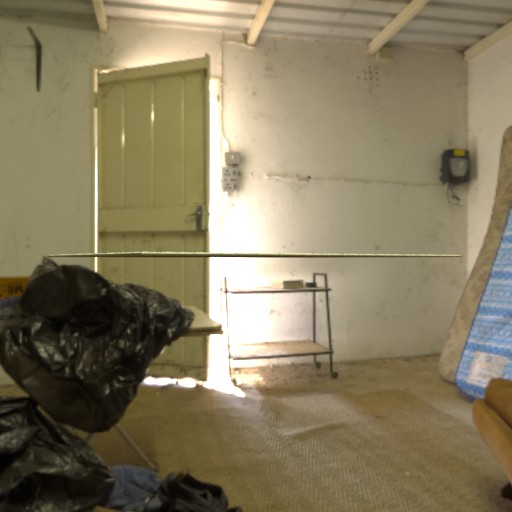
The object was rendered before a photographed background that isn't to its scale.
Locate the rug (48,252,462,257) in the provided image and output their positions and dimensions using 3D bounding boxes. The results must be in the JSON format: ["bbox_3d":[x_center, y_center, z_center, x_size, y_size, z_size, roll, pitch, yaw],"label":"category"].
[{"bbox_3d":[0.000,0.000,2.892,2.197,0.014,1.586,0,0,-36],"label":"rug"}]
